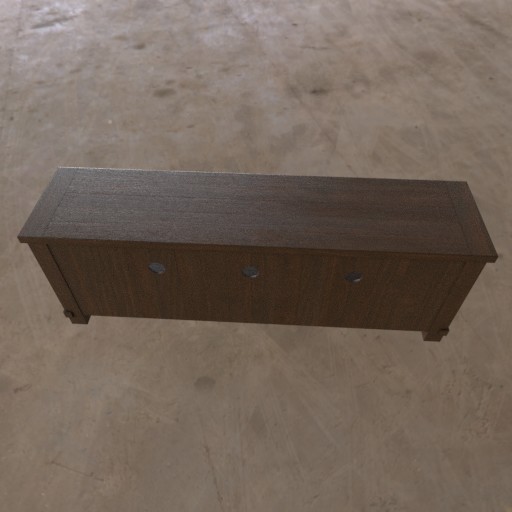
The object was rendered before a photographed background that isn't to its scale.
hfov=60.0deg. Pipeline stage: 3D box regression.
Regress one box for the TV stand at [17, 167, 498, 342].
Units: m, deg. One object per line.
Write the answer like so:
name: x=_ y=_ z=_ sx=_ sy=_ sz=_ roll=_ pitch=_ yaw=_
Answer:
TV stand: x=0.000 y=0.000 z=2.093 sx=1.866 sy=0.615 sz=0.471 roll=2 pitch=48 yaw=2
